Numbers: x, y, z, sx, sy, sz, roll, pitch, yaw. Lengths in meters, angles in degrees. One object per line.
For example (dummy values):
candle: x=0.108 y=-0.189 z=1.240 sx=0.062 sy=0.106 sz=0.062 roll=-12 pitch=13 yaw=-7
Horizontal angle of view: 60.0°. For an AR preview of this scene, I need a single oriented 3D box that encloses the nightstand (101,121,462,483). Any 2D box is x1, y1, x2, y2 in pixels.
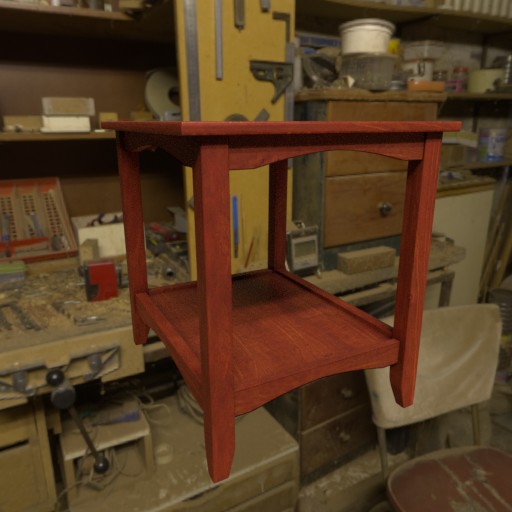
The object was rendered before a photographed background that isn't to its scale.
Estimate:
nightstand: x=0.000 y=0.000 z=0.961 sx=0.501 sy=0.558 sz=0.558 roll=-9 pitch=19 yaw=-27
